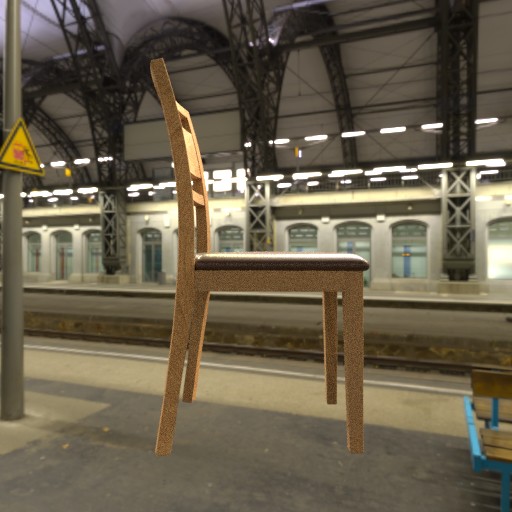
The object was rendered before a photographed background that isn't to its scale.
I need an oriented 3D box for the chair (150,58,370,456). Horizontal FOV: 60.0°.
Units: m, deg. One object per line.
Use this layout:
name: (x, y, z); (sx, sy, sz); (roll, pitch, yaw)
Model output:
chair: (0.000, 0.000, 1.245); (0.545, 0.940, 0.420); (0, 0, 0)
